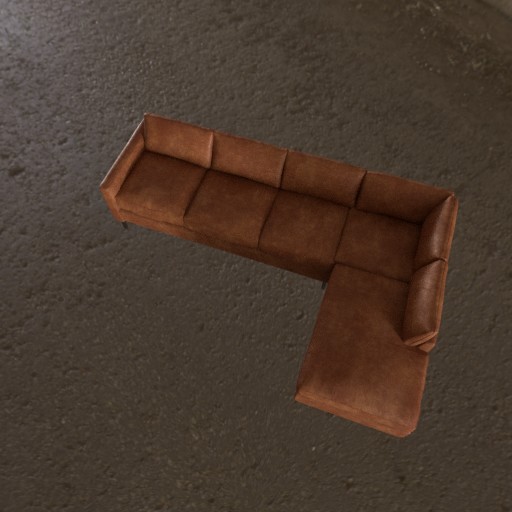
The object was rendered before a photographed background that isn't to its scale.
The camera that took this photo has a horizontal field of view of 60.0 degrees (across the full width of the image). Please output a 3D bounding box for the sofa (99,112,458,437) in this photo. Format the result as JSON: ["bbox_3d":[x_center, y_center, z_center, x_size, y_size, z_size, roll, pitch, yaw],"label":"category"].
[{"bbox_3d":[0.000,0.000,3.729,2.984,0.877,1.938,17,62,9],"label":"sofa"}]
